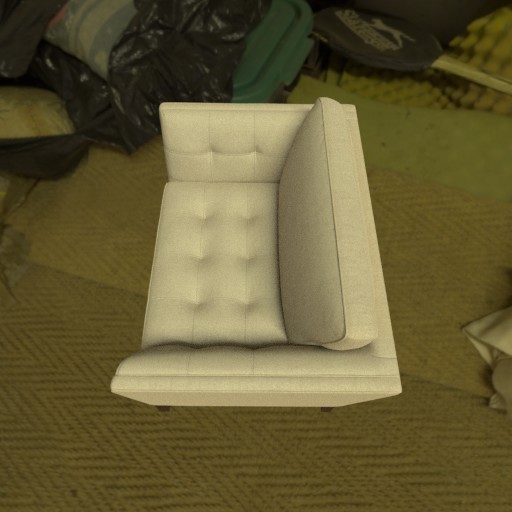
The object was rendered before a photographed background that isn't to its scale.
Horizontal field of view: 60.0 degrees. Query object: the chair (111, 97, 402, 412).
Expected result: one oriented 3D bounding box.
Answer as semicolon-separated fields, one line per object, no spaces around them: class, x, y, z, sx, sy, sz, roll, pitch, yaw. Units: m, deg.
chair;0.000;0.000;2.053;0.965;0.940;1.397;0;59;0
